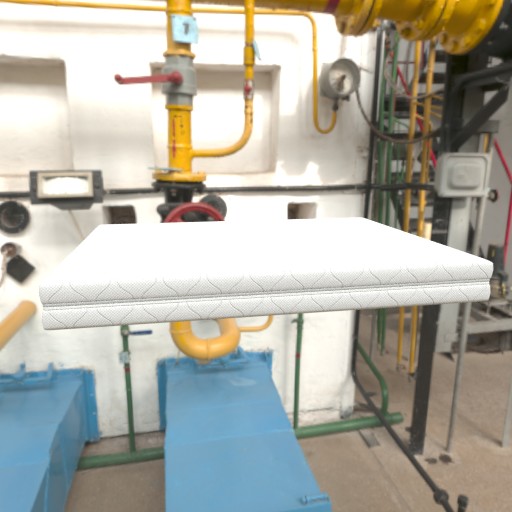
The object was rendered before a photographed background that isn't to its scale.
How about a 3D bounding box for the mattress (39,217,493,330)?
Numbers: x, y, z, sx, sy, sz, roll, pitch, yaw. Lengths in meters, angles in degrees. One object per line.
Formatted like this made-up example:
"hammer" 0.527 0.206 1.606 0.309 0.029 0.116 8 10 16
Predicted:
"mattress" 0.000 0.000 2.490 1.900 0.200 1.400 -2 13 -10
